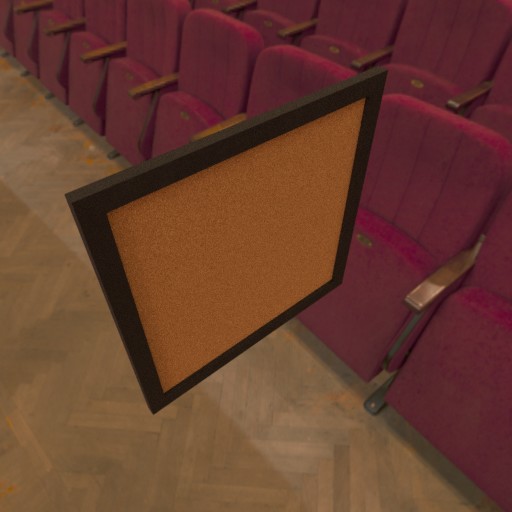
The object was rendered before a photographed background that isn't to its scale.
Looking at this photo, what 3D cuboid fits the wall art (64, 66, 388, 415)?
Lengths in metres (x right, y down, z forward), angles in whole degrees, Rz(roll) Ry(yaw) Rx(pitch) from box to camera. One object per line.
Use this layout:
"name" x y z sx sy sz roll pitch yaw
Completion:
"wall art" 0.000 0.000 1.516 1.016 1.016 0.038 -30 53 -26
